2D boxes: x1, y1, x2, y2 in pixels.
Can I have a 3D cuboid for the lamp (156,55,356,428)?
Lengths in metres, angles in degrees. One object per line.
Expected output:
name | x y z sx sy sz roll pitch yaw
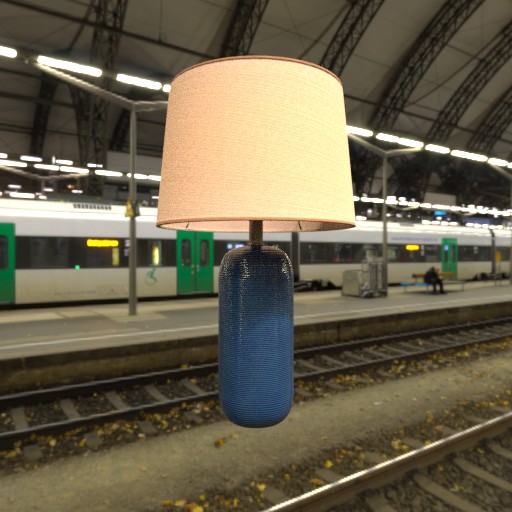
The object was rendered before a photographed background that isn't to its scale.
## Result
lamp | 0.000 0.000 0.833 0.367 0.609 0.367 0 0 0
